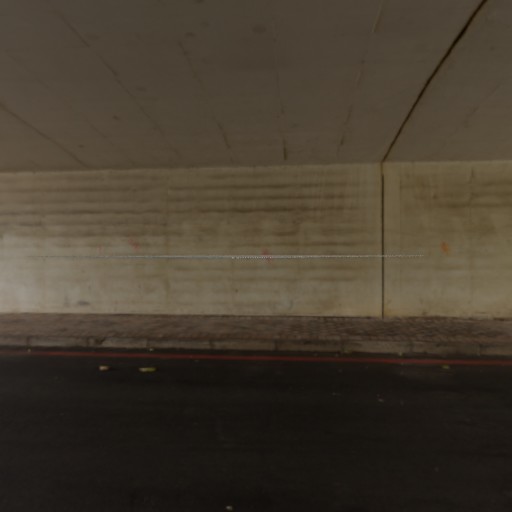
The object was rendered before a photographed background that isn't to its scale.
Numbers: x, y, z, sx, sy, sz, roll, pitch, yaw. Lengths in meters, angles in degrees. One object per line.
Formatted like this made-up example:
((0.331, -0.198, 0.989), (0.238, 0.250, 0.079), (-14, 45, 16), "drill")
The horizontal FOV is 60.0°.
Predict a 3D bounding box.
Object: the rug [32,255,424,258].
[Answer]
((0.000, 0.000, 2.359), (1.206, 0.003, 1.835), (0, 0, 37), "rug")
